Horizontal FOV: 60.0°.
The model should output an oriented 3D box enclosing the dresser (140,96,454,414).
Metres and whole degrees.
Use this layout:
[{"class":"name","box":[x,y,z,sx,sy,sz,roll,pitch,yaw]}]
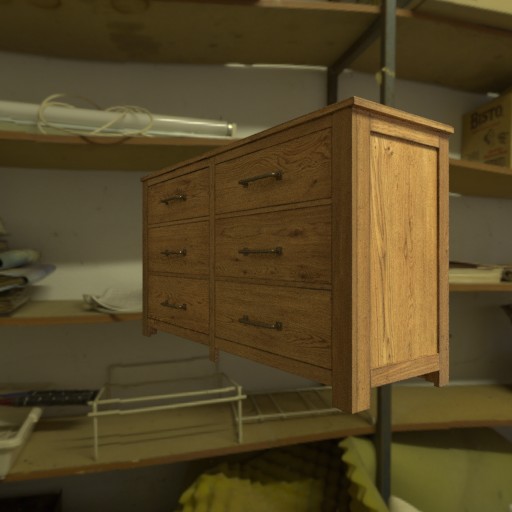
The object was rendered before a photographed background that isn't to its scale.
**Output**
[{"class":"dresser","box":[0.000,0.000,2.103,0.563,0.932,1.657,0,0,-36]}]
